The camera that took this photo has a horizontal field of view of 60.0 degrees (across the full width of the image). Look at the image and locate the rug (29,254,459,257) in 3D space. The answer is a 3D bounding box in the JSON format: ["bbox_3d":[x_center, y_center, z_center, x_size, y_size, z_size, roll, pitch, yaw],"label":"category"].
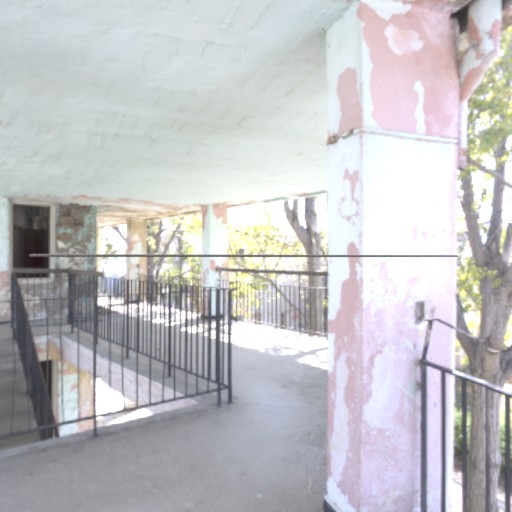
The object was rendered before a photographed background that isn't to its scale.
[{"bbox_3d":[0.000,0.000,2.780,2.448,0.012,0.769,0,0,-18],"label":"rug"}]
